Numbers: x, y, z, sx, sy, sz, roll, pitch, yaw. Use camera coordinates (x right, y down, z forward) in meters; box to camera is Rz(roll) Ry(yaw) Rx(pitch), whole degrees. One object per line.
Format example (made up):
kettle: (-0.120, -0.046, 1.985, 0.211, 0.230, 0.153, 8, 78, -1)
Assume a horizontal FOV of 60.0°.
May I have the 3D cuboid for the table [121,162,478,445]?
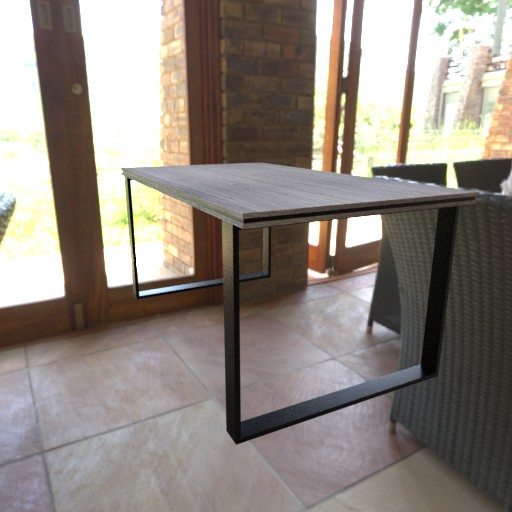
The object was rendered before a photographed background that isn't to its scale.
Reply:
table: (0.000, 0.000, 2.084, 0.881, 0.736, 1.579, -8, 18, -26)
